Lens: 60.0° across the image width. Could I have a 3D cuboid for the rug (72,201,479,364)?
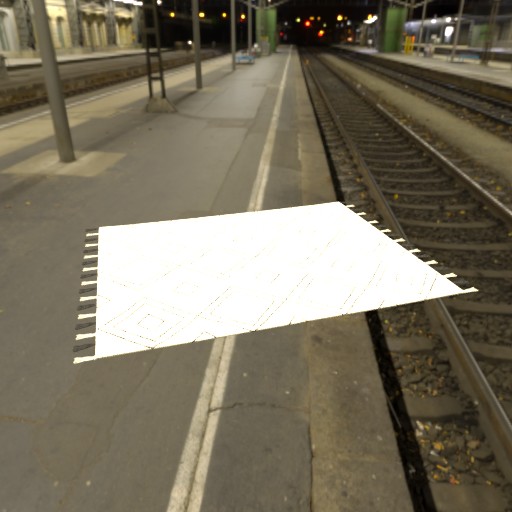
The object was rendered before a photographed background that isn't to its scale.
[{"bbox_3d":[0.000,0.000,4.299,3.221,0.026,2.342,-8,27,-15],"label":"rug"}]
